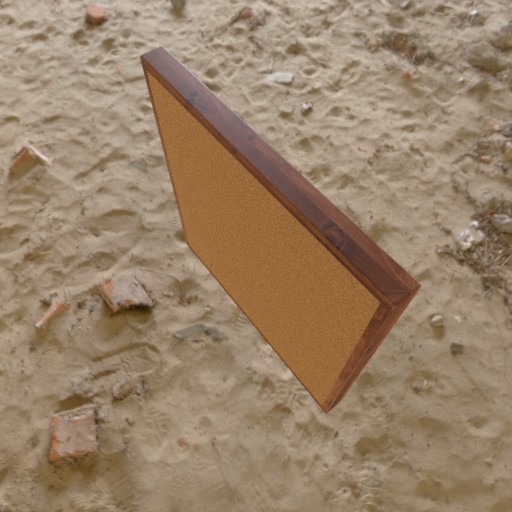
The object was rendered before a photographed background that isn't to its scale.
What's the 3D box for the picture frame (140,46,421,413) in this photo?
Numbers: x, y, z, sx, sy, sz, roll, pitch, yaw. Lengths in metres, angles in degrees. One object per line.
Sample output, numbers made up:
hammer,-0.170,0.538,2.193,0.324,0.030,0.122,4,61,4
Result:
picture frame,0.000,0.000,0.535,0.028,0.356,0.352,-34,65,-18
